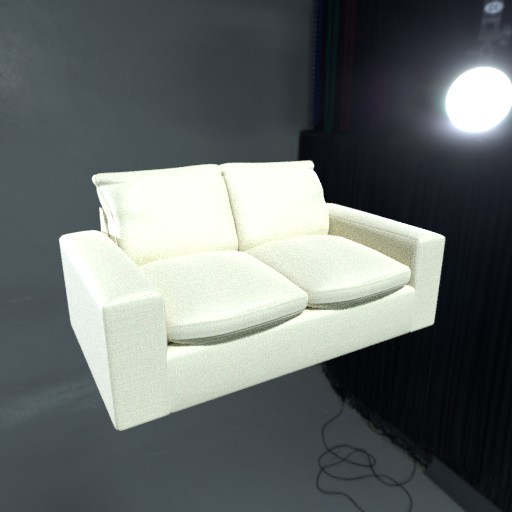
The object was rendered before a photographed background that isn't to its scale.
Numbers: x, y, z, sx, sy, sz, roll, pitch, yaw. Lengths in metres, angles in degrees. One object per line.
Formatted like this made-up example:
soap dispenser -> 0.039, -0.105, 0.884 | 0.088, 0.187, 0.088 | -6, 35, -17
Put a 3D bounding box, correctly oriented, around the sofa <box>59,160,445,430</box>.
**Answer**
sofa -> 0.000, 0.000, 2.318 | 1.754, 0.875, 1.091 | -10, 20, -29
